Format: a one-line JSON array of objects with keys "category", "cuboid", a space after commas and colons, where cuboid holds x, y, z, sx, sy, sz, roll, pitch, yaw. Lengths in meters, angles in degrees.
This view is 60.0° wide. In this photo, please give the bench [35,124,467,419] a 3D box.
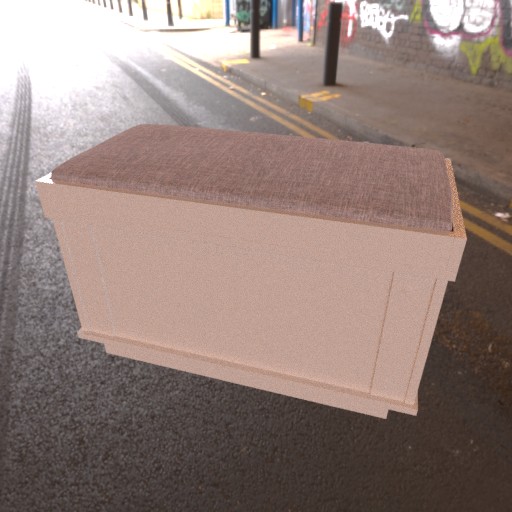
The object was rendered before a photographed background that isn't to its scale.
[{"category": "bench", "cuboid": [0.000, 0.000, 0.971, 0.734, 0.461, 0.362, 9, 33, 14]}]
